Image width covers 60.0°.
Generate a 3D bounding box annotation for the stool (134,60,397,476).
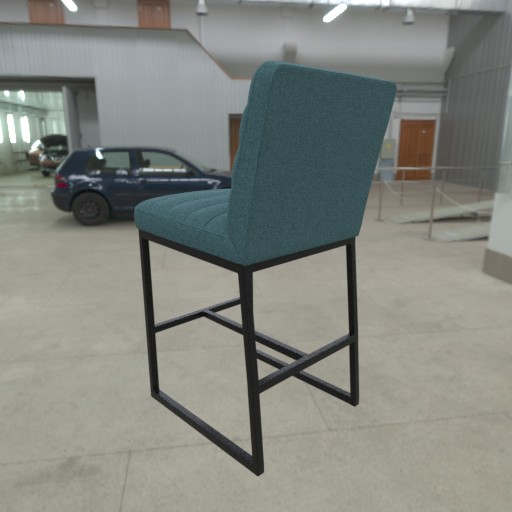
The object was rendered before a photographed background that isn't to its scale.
[{"bbox_3d":[0.000,0.000,1.262,0.460,0.940,0.560,-14,20,-42],"label":"stool"}]
